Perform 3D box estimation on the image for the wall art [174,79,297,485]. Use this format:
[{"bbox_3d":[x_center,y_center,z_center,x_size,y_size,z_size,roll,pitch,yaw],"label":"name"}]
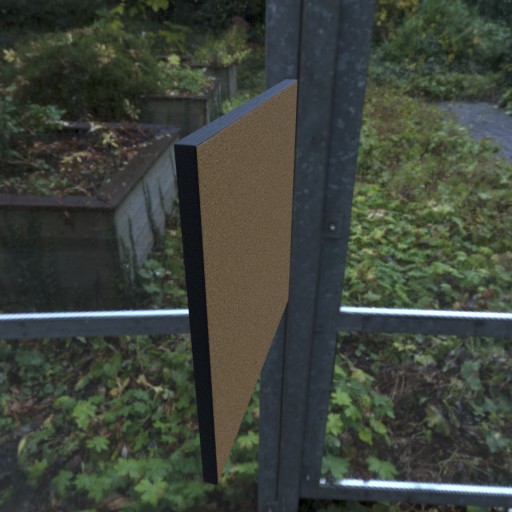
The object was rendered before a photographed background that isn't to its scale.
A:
[{"bbox_3d":[0.000,0.000,0.677,0.022,0.453,0.456,8,29,14],"label":"wall art"}]
